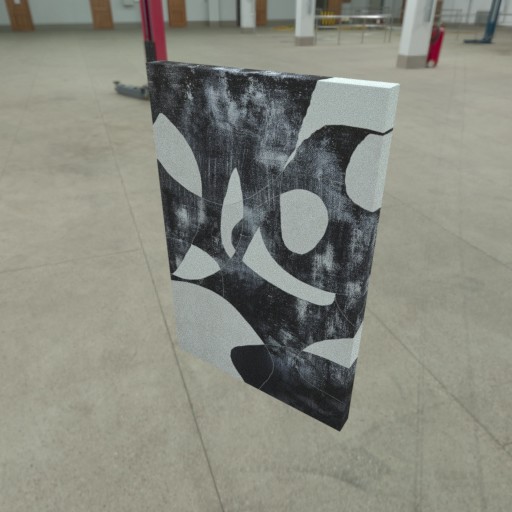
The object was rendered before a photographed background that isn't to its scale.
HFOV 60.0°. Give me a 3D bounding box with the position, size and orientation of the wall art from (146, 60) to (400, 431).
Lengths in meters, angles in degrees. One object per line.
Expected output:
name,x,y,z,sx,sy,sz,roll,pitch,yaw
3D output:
wall art,0.000,0.000,0.787,0.407,0.610,0.039,19,35,29
